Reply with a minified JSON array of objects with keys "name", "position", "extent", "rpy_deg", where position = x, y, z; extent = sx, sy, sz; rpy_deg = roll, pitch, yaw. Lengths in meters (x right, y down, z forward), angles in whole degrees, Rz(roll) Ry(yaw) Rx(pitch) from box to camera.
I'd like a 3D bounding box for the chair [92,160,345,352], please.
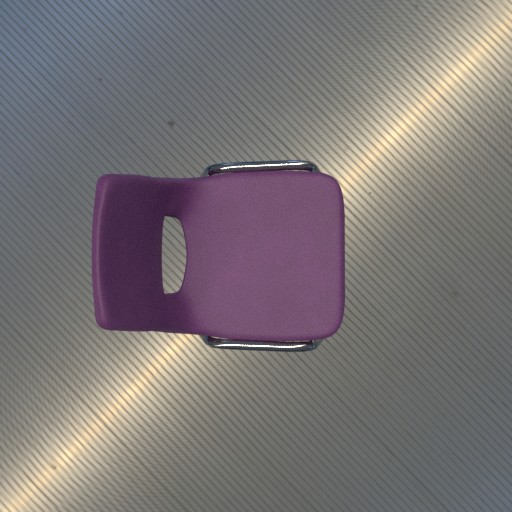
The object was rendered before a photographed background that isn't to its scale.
[{"name":"chair","position":[0.000,0.000,0.918],"extent":[0.432,0.654,0.381],"rpy_deg":[0,89,1]}]
